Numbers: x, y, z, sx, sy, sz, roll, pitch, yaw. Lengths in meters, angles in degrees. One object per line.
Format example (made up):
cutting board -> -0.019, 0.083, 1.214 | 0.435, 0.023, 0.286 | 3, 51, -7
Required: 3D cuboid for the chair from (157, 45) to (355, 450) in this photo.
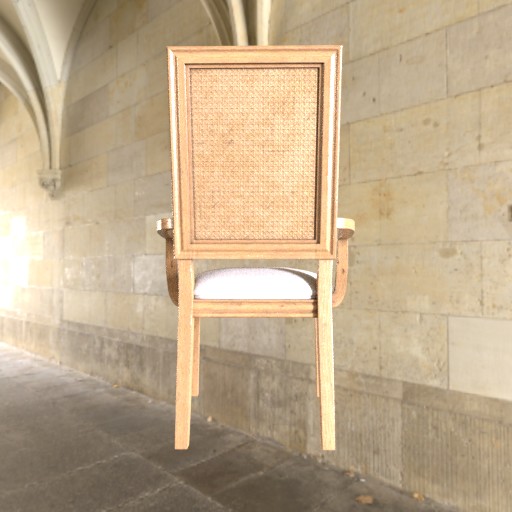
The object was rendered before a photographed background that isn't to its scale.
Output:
chair -> 0.000, 0.000, 1.335 | 0.606, 0.990, 0.602 | 0, -2, 1
